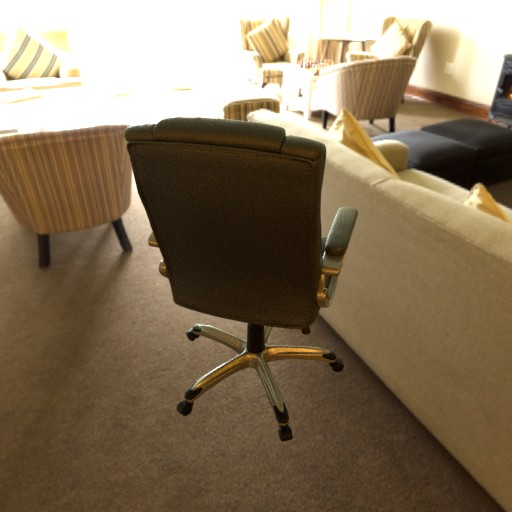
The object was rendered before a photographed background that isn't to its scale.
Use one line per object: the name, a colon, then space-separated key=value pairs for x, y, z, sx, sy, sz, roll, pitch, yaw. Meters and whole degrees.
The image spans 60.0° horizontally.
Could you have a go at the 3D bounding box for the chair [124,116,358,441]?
chair: x=0.000 y=0.000 z=1.596 sx=0.721 sy=1.130 sz=0.719 roll=10 pitch=34 yaw=15
